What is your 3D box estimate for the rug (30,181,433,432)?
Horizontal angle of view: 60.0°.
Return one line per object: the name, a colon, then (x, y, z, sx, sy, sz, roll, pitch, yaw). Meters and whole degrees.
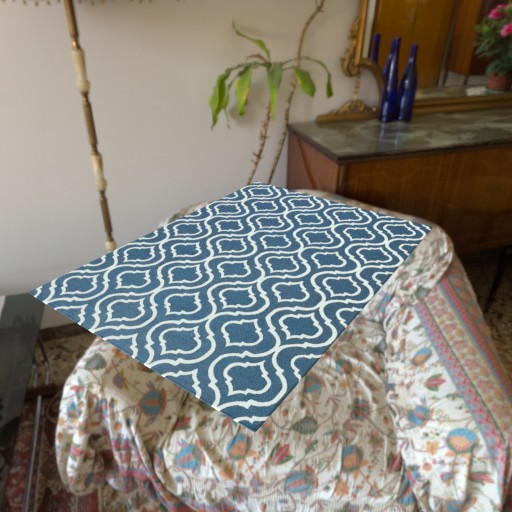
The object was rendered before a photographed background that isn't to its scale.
rug: (0.000, 0.000, 4.394, 2.438, 0.010, 3.353, 20, 36, 31)
